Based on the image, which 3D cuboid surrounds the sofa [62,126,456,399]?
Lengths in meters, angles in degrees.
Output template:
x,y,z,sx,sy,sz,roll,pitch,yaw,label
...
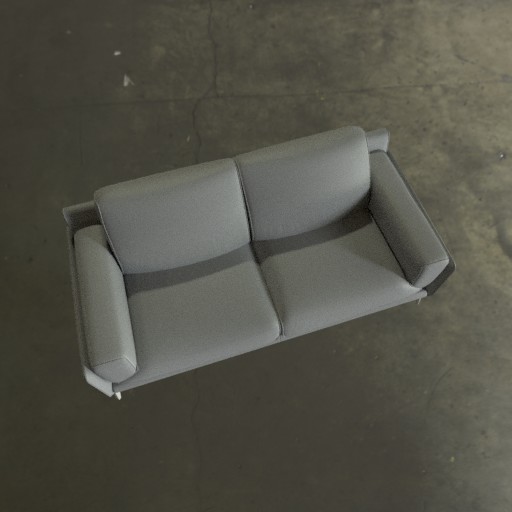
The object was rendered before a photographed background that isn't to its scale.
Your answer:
x,y,z,sx,sy,sz,roll,pitch,yaw,label
0.000,0.000,2.642,2.100,0.900,0.969,-16,63,-8,sofa
